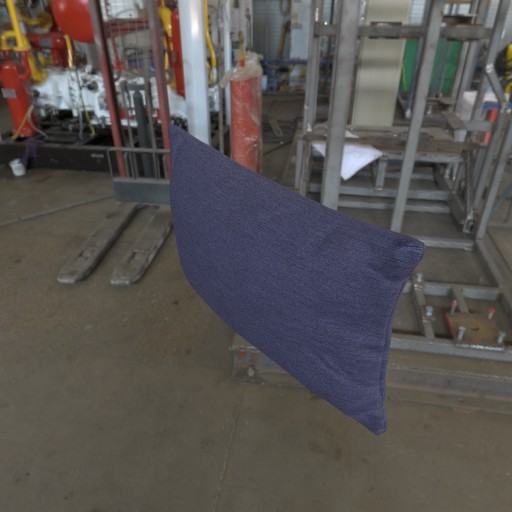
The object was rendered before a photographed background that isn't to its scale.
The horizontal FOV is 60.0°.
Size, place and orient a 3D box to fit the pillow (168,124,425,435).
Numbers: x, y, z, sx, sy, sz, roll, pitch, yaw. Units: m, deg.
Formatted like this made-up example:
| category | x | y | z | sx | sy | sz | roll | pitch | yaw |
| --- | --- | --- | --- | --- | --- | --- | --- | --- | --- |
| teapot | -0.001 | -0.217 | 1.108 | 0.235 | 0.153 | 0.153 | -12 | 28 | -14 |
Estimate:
| category | x | y | z | sx | sy | sz | roll | pitch | yaw |
| --- | --- | --- | --- | --- | --- | --- | --- | --- | --- |
| pillow | 0.000 | 0.000 | 0.800 | 0.210 | 0.338 | 0.633 | -21 | 37 | -30 |
